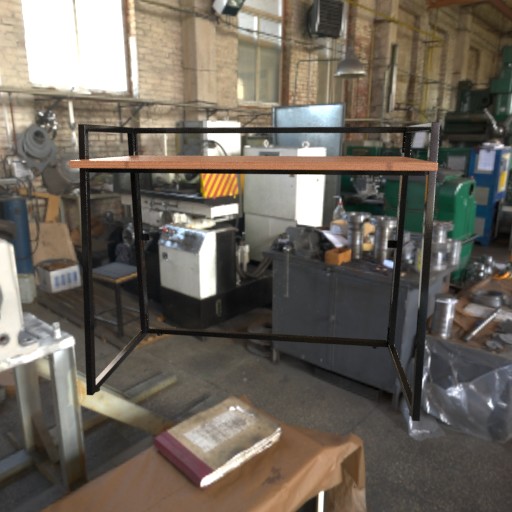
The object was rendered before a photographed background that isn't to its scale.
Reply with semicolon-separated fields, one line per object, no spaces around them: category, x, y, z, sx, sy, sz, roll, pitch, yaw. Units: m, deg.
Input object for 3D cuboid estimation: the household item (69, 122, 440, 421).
household item;0.000;0.000;1.515;1.050;0.860;0.510;2;15;7
